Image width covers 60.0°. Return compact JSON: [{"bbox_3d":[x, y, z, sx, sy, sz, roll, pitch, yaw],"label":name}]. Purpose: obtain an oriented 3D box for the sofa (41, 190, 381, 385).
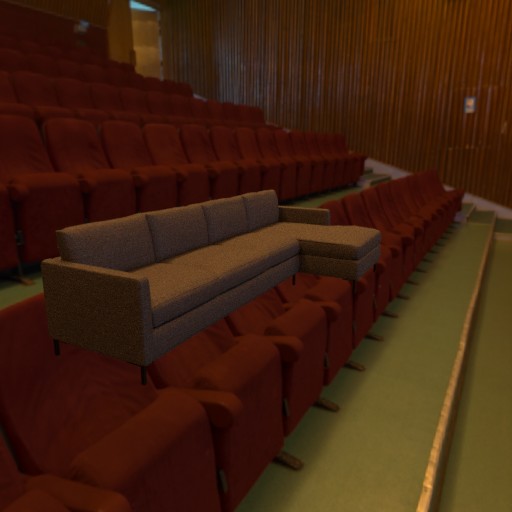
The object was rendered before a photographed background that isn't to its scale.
[{"bbox_3d":[0.000,0.000,3.922,1.483,0.892,3.221,8,16,28],"label":"sofa"}]
